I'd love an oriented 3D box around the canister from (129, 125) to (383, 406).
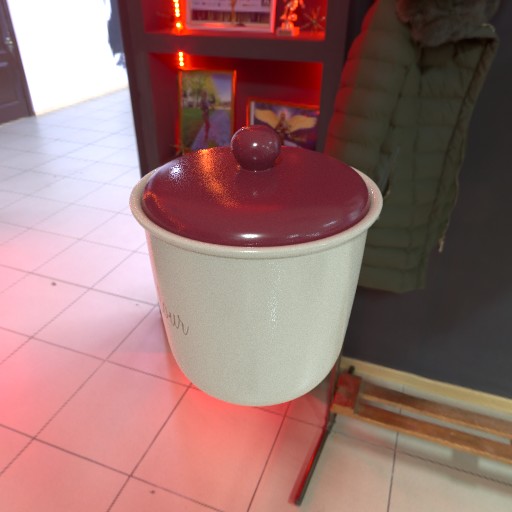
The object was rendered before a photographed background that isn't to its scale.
[{"bbox_3d":[0.000,0.000,0.357,0.182,0.208,0.182,0,32,0],"label":"canister"}]
